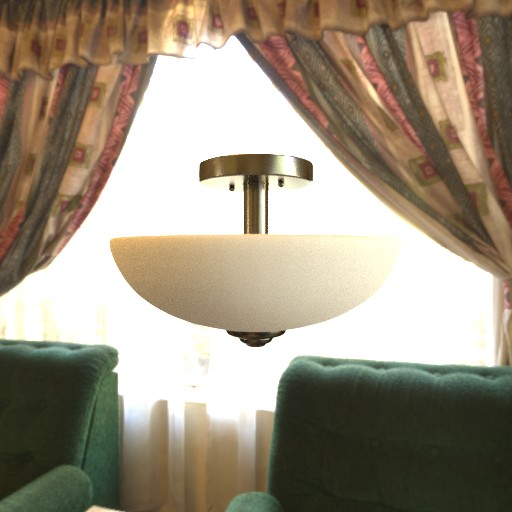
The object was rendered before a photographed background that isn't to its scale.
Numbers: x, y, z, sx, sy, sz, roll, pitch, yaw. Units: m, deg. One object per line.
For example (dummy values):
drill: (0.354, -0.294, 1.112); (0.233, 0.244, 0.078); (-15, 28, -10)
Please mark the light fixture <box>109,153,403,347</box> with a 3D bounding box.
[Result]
light fixture: (0.000, 0.000, 0.525); (0.330, 0.214, 0.330); (0, 1, 0)
